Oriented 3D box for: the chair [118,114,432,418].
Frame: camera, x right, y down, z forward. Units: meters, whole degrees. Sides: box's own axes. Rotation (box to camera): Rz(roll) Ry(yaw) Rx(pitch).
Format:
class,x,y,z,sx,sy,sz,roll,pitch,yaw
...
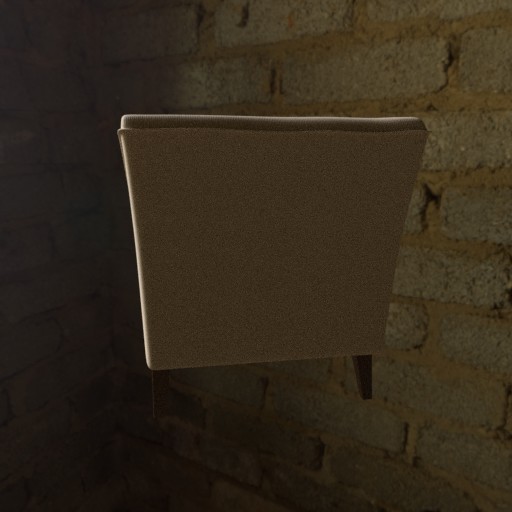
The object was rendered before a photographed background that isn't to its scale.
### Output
class,x,y,z,sx,sy,sz,roll,pitch,yaw
chair,0.000,0.000,1.589,0.780,0.919,0.899,-2,15,-8
